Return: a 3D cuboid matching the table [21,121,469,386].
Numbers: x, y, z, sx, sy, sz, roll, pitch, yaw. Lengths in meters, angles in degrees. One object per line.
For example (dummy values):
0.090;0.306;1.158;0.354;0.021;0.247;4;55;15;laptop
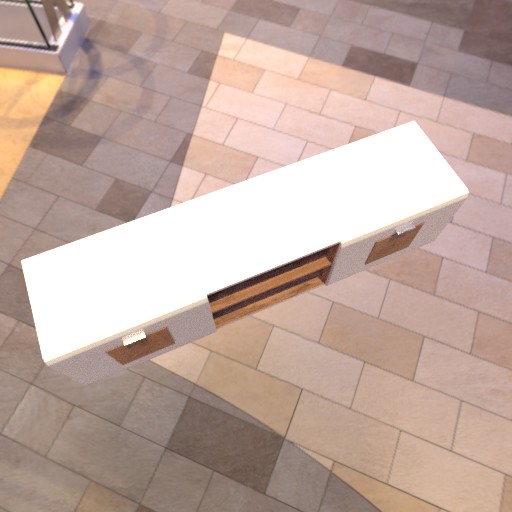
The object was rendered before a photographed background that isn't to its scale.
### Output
0.000;0.000;1.744;1.550;0.440;0.400;-21;66;-10;table
